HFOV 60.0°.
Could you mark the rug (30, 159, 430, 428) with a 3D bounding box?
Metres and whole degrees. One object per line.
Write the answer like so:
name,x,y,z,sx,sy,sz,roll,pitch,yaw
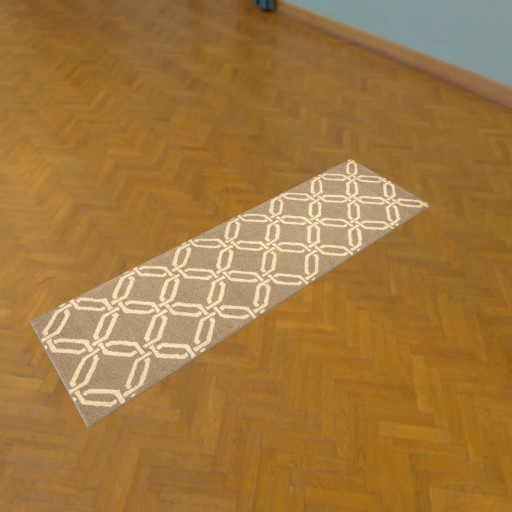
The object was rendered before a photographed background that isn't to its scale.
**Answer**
rug,0.000,0.000,2.470,2.276,0.014,0.678,-30,52,-26
